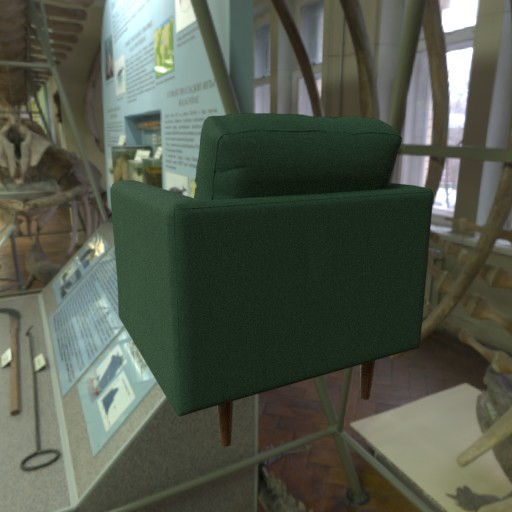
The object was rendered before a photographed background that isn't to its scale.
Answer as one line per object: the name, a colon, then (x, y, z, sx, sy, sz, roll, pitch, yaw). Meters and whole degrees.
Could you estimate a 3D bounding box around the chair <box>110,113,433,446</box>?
chair: (0.000, 0.000, 1.565, 0.855, 0.927, 0.800, -7, 16, -27)
